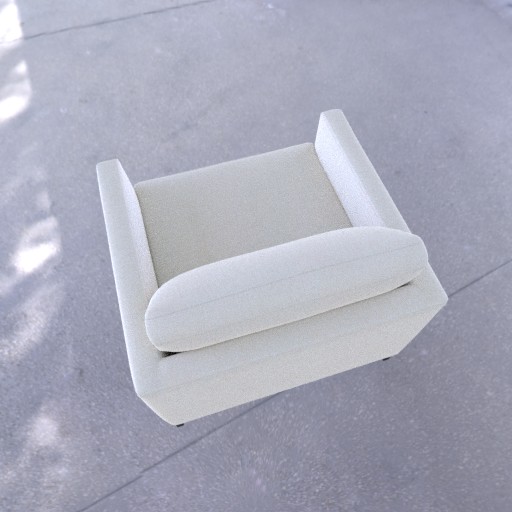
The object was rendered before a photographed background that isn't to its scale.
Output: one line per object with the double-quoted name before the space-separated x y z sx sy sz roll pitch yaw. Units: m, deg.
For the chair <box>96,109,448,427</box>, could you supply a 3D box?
"chair" 0.000 0.000 1.627 0.964 0.806 0.875 -15 61 -8
